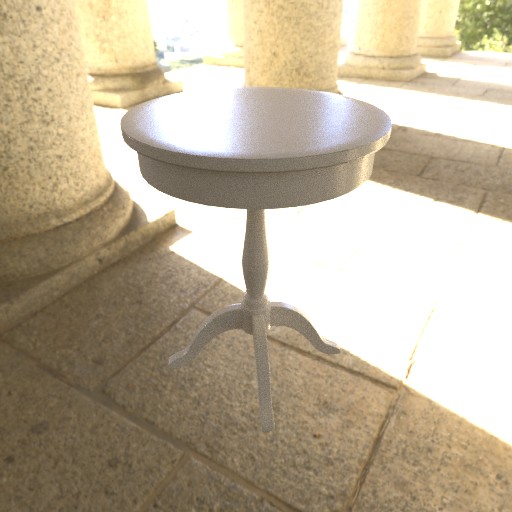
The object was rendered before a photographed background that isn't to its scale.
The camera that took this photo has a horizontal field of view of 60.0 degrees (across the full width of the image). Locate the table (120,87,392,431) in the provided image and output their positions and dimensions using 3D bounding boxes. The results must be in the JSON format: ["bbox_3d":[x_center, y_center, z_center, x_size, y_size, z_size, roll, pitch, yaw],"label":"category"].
[{"bbox_3d":[0.000,0.000,1.034,0.513,0.653,0.513,0,32,0],"label":"table"}]
